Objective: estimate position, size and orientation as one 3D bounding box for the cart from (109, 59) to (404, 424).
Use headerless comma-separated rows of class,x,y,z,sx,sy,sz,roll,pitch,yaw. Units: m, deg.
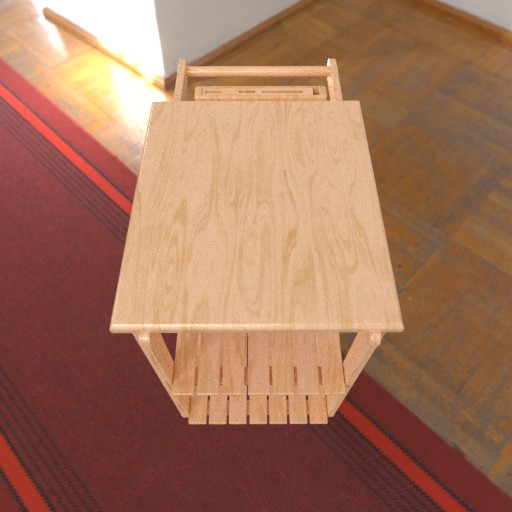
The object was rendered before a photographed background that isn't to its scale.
cart,0.000,0.000,1.331,0.520,0.816,0.843,0,57,0
